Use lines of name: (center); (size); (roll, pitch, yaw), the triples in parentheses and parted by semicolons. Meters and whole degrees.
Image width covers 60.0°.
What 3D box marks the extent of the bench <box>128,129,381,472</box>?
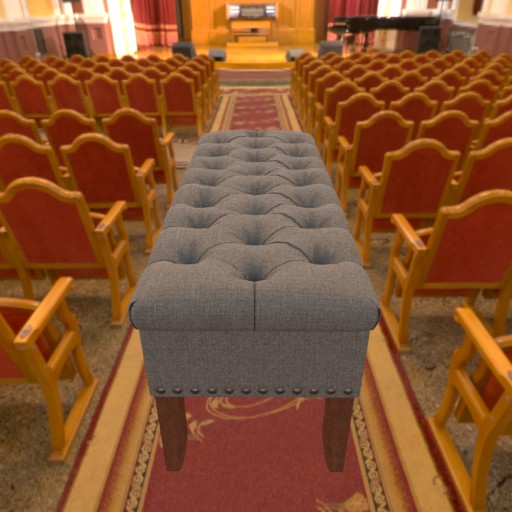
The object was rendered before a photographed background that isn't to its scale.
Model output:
bench: (0.000, 0.000, 1.260); (0.417, 0.470, 1.052); (0, 30, 0)
